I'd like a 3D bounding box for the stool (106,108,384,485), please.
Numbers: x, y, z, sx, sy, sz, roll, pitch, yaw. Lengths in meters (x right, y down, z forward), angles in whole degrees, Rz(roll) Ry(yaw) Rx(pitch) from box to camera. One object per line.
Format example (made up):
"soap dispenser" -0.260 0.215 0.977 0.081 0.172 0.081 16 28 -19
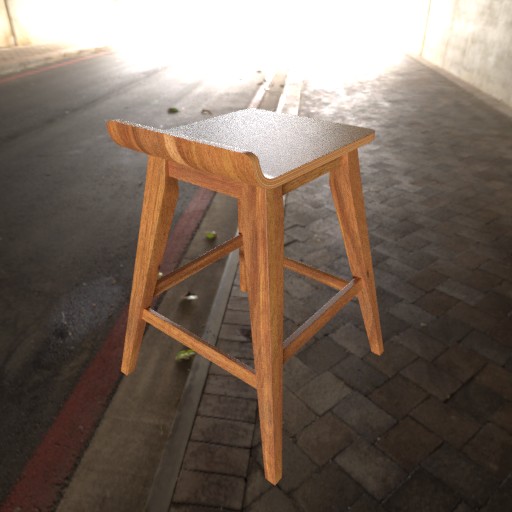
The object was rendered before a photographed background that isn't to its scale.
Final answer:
"stool" 0.000 0.000 1.024 0.500 0.650 0.500 22 37 33
